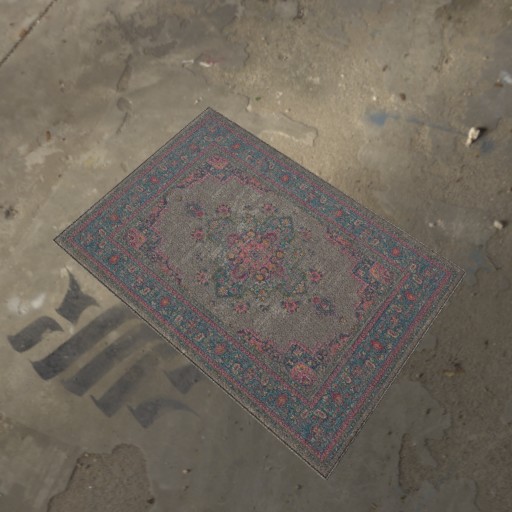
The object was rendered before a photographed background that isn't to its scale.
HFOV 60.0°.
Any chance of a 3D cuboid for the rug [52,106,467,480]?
[{"bbox_3d":[0.000,0.000,3.736,2.890,0.013,2.005,37,69,16],"label":"rug"}]
